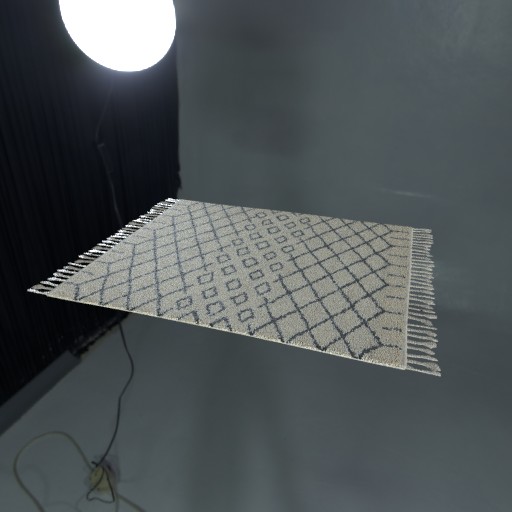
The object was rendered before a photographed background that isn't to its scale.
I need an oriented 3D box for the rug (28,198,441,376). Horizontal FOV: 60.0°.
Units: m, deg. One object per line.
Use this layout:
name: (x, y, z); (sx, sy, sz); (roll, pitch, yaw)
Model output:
rug: (0.000, 0.000, 4.210); (3.213, 0.030, 2.388); (9, 28, 16)
